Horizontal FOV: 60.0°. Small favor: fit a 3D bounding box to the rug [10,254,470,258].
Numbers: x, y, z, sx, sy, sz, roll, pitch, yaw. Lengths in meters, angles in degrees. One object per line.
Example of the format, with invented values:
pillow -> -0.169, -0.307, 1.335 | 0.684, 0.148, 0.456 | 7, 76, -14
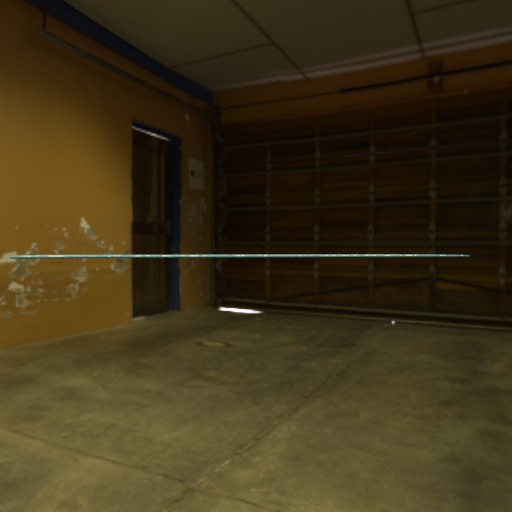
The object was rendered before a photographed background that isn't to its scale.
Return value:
rug -> 0.000, 0.000, 2.352 | 2.196, 0.011, 0.662 | 0, 0, -17
